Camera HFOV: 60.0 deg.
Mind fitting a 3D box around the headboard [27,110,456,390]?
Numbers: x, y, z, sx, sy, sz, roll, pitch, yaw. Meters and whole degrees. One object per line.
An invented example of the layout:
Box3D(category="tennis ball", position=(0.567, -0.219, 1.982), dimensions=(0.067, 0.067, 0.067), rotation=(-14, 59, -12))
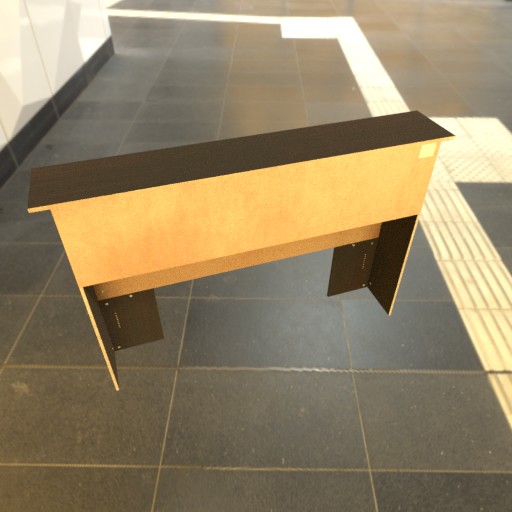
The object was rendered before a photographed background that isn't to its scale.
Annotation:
Box3D(category="headboard", position=(0.000, 0.000, 2.106), dimensions=(1.671, 1.092, 0.279), rotation=(-12, 42, -14))
